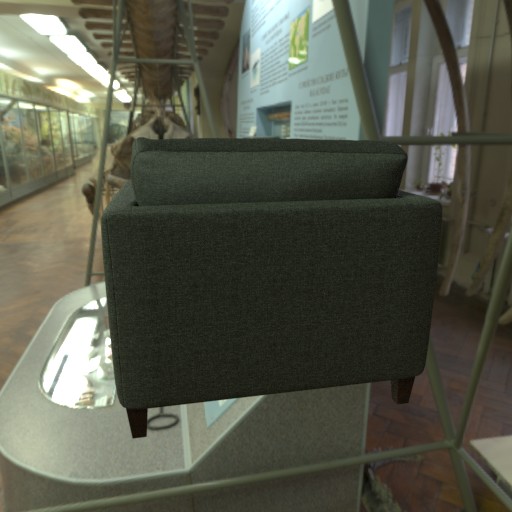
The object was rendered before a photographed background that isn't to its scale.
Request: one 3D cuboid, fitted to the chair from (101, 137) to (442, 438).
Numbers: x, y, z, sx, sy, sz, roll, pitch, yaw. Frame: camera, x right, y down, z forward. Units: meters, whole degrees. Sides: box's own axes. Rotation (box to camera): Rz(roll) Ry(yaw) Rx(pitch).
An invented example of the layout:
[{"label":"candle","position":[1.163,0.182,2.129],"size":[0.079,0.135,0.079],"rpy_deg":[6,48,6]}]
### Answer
[{"label":"chair","position":[0.000,0.000,1.850],"size":[1.107,0.963,0.959],"rpy_deg":[-3,16,-11]}]
